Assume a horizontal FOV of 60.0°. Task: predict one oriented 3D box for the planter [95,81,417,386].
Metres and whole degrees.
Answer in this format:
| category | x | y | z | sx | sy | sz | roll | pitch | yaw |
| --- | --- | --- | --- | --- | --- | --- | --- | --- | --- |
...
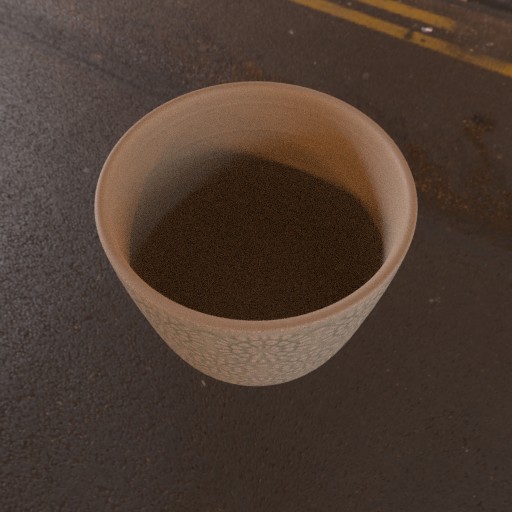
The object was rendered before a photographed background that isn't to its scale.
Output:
| category | x | y | z | sx | sy | sz | roll | pitch | yaw |
| --- | --- | --- | --- | --- | --- | --- | --- | --- | --- |
| planter | 0.000 | 0.000 | 0.218 | 0.124 | 0.109 | 0.124 | 0 | 58 | 0 |
